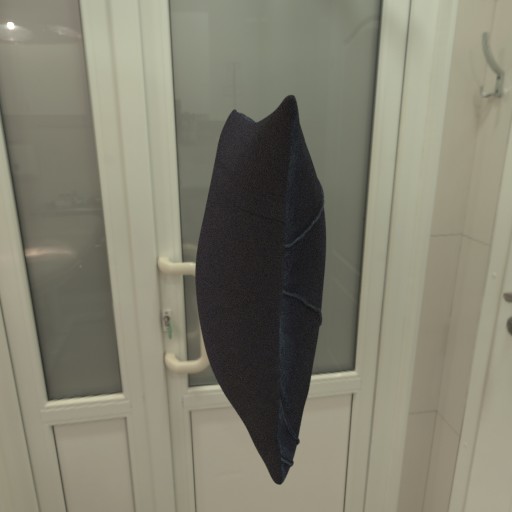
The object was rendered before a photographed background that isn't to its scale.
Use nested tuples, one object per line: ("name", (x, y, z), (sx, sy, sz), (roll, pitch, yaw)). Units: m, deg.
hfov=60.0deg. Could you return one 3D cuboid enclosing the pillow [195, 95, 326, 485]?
("pillow", (0.000, 0.000, 0.669), (0.183, 0.440, 0.439), (-3, 18, -9))
